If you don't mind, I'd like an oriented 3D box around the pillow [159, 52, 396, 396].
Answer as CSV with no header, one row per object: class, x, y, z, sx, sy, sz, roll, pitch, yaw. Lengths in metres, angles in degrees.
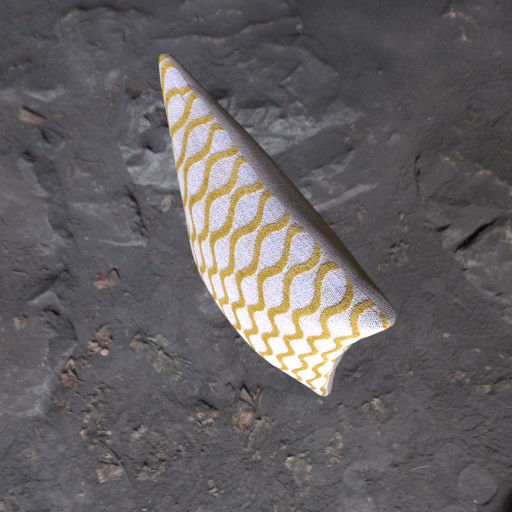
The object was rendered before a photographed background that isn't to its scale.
pillow,0.000,0.000,0.668,0.159,0.436,0.429,-33,69,-14
